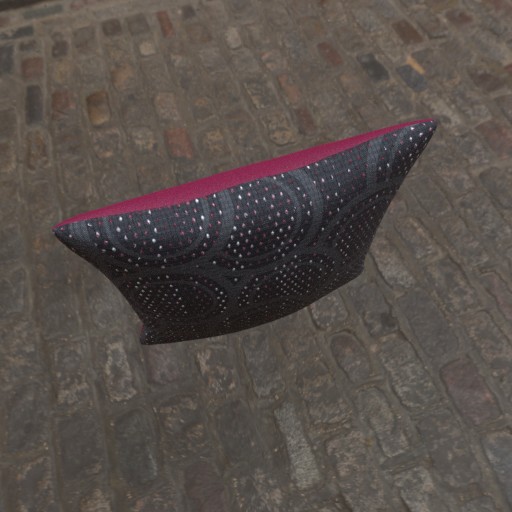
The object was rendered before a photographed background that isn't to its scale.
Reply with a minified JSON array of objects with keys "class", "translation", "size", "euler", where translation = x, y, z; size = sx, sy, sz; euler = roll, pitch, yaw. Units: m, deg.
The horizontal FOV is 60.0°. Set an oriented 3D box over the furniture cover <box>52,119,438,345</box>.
[{"class":"furniture cover","translation":[0.000,0.000,0.819],"size":[0.552,0.509,0.193],"euler":[-17,64,-9]}]
